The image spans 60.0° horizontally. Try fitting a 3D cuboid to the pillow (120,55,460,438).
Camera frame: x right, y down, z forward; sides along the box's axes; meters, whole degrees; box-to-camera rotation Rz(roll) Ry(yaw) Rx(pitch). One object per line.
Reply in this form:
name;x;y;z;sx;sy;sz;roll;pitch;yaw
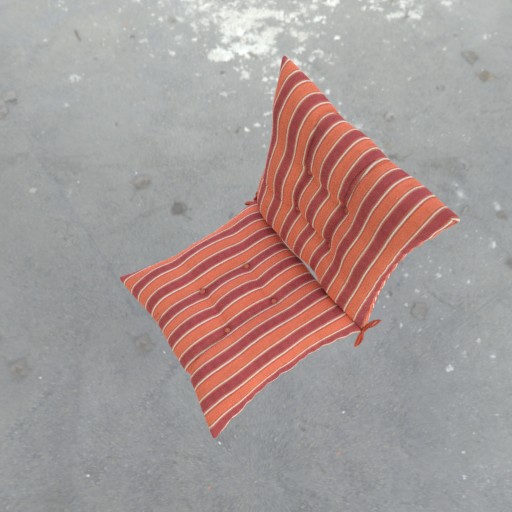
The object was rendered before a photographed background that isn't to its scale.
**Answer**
pillow;0.000;0.000;1.018;0.585;0.536;0.541;-31;67;-15
